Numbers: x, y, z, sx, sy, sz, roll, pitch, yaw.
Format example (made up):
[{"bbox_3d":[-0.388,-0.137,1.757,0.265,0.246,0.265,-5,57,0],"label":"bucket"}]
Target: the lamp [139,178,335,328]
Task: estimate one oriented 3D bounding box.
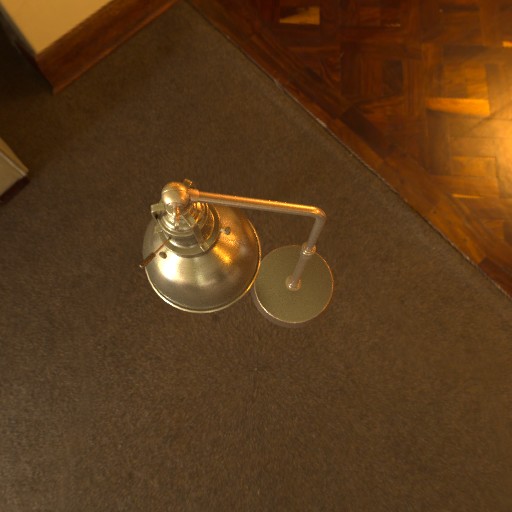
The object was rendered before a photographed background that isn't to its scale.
[{"bbox_3d":[0.000,0.000,0.583,0.286,0.456,0.153,-2,76,-1],"label":"lamp"}]
